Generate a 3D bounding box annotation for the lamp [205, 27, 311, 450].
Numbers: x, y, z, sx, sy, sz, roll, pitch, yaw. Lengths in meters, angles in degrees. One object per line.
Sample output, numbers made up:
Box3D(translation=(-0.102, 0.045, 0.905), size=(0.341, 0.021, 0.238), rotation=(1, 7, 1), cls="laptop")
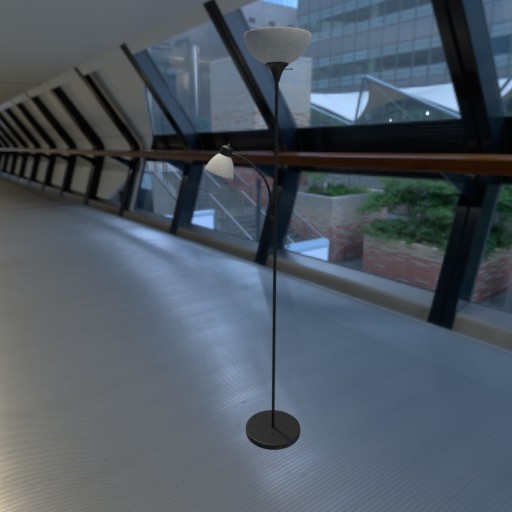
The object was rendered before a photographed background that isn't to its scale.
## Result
Box3D(translation=(0.000, 0.000, 1.989), size=(0.442, 1.804, 0.279), rotation=(2, 15, 8), cls="lamp")
